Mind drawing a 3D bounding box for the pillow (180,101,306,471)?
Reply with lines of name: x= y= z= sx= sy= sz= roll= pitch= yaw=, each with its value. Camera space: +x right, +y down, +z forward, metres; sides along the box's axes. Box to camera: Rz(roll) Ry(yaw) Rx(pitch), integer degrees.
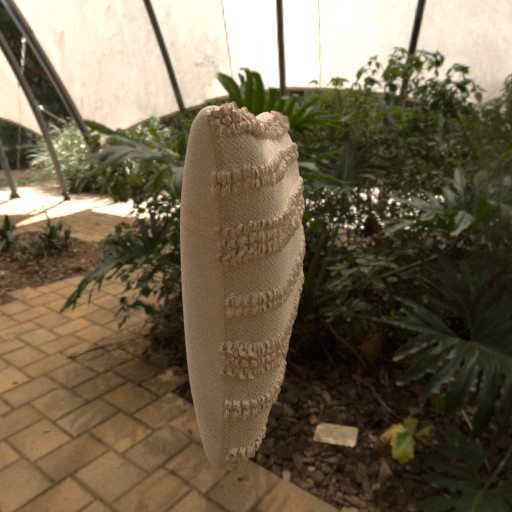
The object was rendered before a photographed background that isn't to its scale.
pillow: x=0.000 y=0.000 z=0.664 sx=0.145 sy=0.427 sz=0.437 roll=3 pitch=18 yaw=9
